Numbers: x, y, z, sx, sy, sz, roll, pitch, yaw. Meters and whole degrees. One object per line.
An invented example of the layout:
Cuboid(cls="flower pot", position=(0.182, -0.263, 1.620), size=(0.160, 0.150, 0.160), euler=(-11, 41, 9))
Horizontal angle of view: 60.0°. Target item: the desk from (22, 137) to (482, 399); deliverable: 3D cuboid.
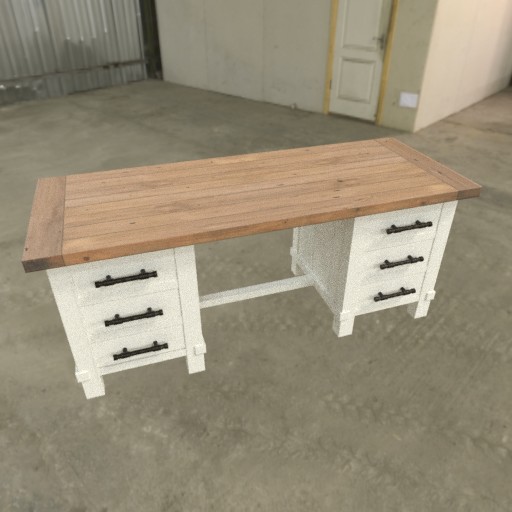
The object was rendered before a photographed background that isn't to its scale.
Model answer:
Cuboid(cls="desk", position=(0.000, 0.000, 2.132), size=(1.803, 0.760, 0.688), euler=(-10, 35, -15))
